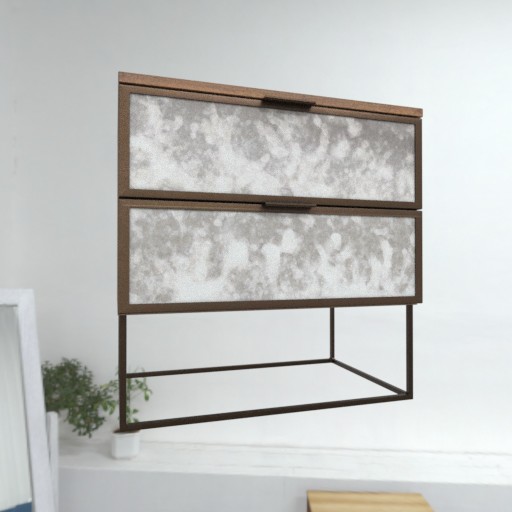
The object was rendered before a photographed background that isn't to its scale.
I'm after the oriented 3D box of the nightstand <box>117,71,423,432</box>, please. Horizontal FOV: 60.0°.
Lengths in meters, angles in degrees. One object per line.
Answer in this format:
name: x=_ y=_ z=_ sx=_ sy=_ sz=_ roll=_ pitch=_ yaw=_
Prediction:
nightstand: x=0.000 y=0.000 z=1.012 sx=0.605 sy=0.611 sz=0.427 roll=0 pitch=-1 yaw=-18
